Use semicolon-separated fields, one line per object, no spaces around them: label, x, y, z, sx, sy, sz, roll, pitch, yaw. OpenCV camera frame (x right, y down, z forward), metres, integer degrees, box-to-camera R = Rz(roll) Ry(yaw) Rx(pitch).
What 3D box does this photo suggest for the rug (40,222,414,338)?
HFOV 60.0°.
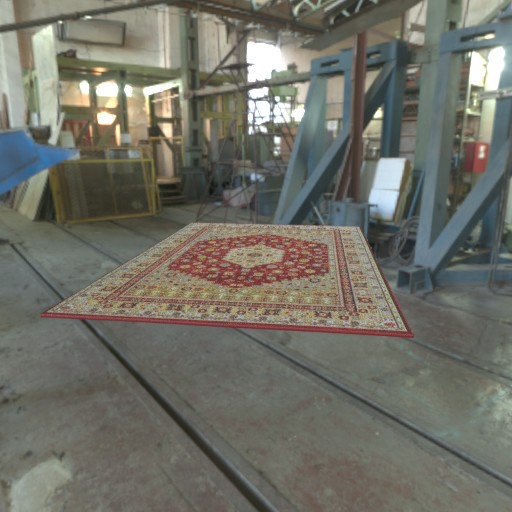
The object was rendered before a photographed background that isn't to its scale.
rug;0.000;0.000;2.251;1.194;0.013;1.802;2;14;8
